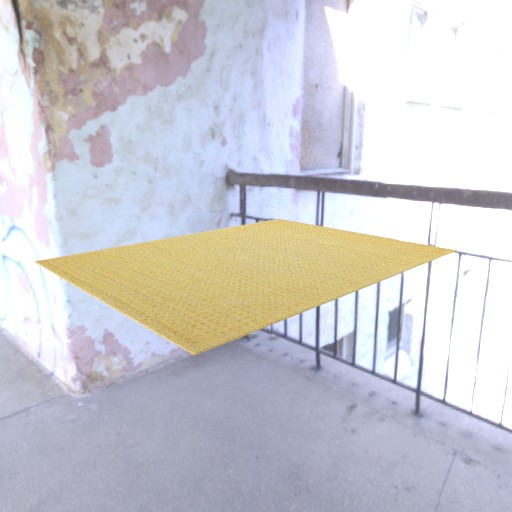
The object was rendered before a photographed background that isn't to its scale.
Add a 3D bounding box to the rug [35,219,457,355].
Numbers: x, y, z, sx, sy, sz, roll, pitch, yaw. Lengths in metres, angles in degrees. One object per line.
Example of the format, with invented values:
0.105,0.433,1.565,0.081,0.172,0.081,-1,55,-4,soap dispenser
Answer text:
0.000,0.000,4.274,3.242,0.015,2.486,-14,20,-42,rug
